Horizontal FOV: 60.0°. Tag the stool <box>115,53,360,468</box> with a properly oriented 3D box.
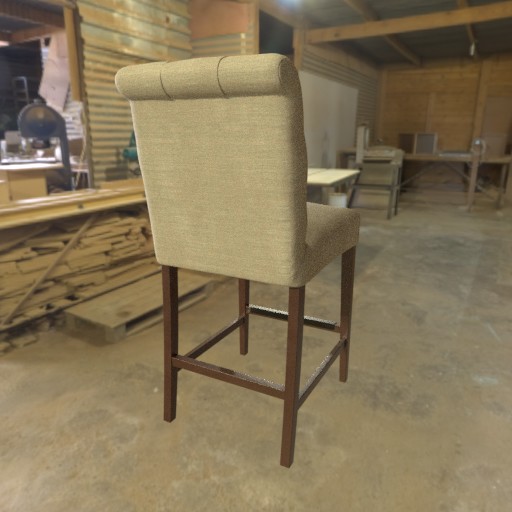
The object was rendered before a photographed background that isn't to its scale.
[{"bbox_3d":[0.000,0.000,1.405,0.486,1.084,0.660,8,18,27],"label":"stool"}]
